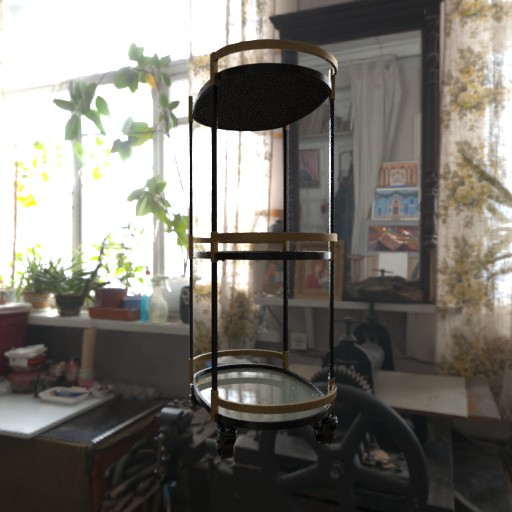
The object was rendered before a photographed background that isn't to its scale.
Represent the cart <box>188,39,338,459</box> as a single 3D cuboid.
[{"bbox_3d":[0.000,0.000,1.151,0.311,0.885,0.515,0,1,-18],"label":"cart"}]
